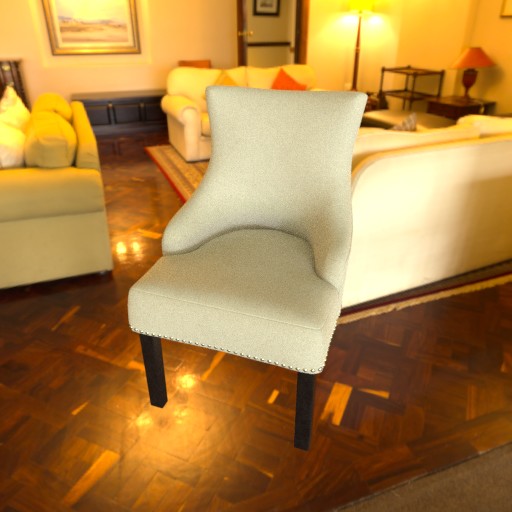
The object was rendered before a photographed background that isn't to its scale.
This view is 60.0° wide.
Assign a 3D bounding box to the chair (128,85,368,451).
[{"bbox_3d":[0.000,0.000,1.351,0.566,0.909,0.629,9,29,17],"label":"chair"}]
